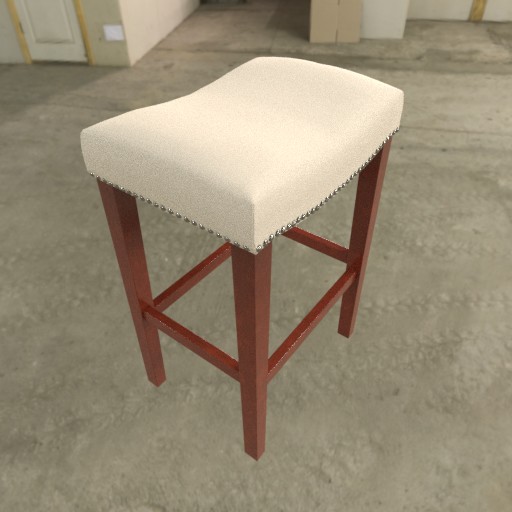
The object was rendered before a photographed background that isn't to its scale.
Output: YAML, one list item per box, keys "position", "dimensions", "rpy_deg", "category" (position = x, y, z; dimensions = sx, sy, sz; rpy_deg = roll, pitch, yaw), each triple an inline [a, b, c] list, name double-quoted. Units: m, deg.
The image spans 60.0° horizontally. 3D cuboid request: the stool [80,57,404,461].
- position: [0.000, 0.000, 1.014]
  dimensions: [0.372, 0.742, 0.504]
  rpy_deg: [26, 47, 27]
  category: "stool"
